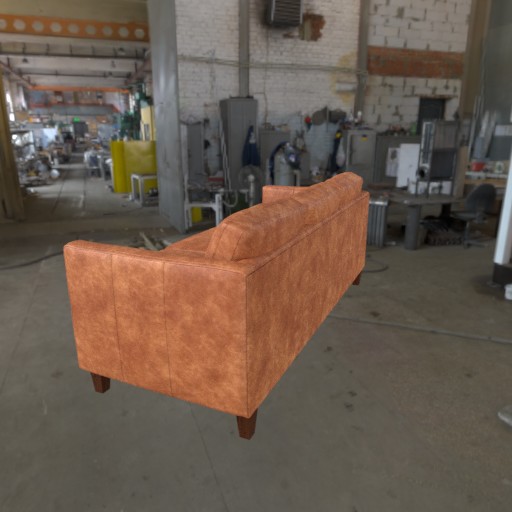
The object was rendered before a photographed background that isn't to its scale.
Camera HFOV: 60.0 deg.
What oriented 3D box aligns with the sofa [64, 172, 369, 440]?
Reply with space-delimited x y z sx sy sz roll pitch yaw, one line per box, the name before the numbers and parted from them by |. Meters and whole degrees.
sofa | 0.000 0.000 3.055 1.045 1.006 2.464 7 18 24
